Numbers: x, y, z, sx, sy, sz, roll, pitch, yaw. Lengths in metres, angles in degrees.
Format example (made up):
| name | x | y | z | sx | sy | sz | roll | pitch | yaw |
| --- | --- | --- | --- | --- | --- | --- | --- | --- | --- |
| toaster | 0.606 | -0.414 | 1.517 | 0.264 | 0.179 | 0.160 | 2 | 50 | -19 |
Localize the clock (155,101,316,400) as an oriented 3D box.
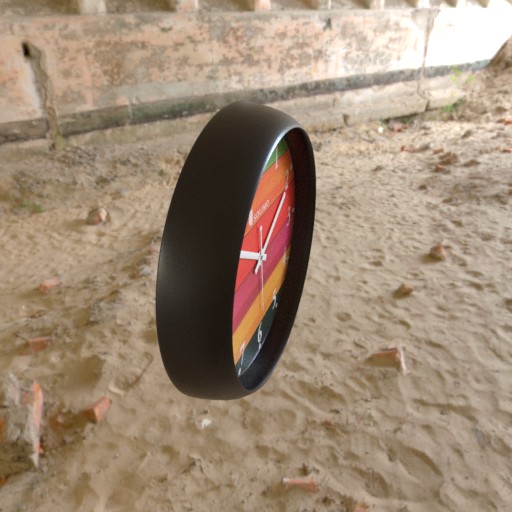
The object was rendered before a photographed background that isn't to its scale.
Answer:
| name | x | y | z | sx | sy | sz | roll | pitch | yaw |
| --- | --- | --- | --- | --- | --- | --- | --- | --- | --- |
| clock | 0.000 | 0.000 | 0.458 | 0.060 | 0.300 | 0.300 | 11 | 31 | 18 |
